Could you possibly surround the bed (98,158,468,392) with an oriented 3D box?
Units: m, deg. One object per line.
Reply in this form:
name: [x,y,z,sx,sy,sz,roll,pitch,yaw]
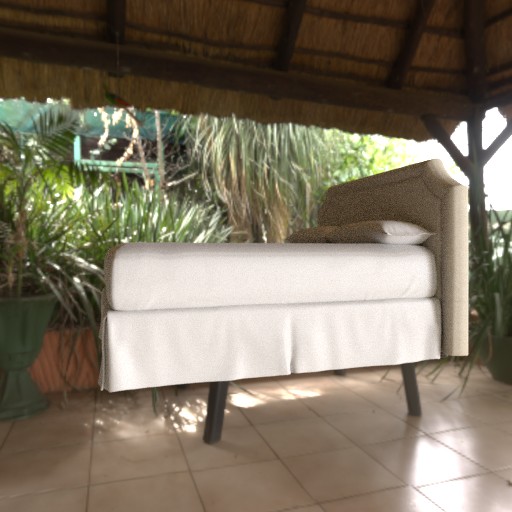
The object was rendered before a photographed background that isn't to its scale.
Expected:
bed: [0.000,0.000,3.221,2.164,1.297,1.828,0,1,-19]
